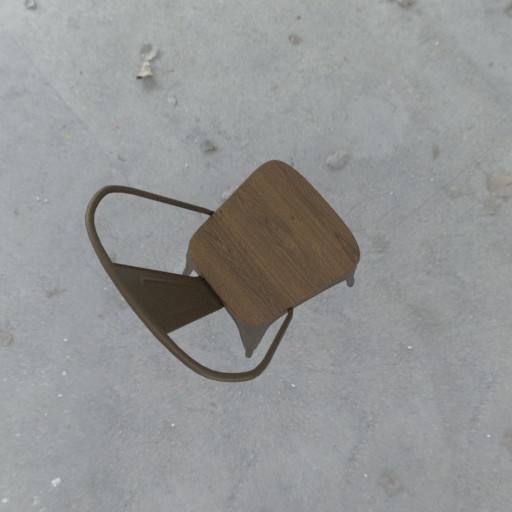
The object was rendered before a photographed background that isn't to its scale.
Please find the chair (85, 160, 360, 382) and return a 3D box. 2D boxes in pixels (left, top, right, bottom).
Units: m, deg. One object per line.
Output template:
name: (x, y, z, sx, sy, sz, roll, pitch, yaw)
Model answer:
chair: (0.000, 0.000, 1.150, 0.532, 0.844, 0.451, -38, 80, -8)
